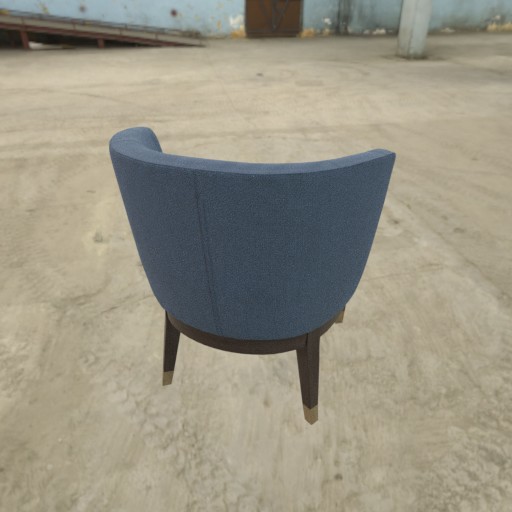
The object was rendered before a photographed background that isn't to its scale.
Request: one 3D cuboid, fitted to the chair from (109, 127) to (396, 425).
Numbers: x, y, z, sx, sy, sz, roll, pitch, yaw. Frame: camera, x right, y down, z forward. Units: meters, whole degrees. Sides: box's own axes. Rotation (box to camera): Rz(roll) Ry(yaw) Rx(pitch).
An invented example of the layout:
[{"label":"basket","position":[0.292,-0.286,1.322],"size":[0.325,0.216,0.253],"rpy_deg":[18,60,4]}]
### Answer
[{"label":"chair","position":[0.000,0.000,1.249],"size":[0.661,0.760,0.702],"rpy_deg":[9,32,15]}]
